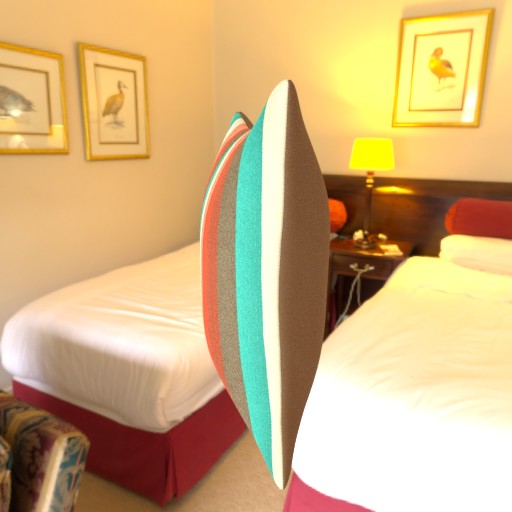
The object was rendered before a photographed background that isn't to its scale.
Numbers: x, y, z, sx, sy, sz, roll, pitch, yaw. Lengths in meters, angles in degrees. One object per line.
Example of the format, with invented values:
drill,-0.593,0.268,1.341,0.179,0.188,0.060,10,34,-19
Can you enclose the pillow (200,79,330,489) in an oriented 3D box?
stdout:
pillow,0.000,0.000,0.667,0.168,0.443,0.453,-2,15,-8
